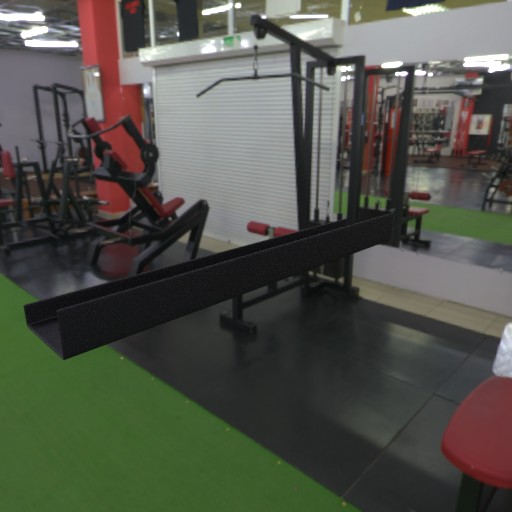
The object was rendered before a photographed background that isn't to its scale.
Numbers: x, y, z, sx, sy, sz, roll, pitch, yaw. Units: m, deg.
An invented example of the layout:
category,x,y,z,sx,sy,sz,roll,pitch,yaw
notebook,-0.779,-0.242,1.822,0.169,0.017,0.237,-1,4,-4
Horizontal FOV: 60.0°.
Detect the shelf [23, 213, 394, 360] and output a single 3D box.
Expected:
category,x,y,z,sx,sy,sz,roll,pitch,yaw
shelf,0.000,0.000,0.646,0.605,0.053,0.102,-17,24,-42
